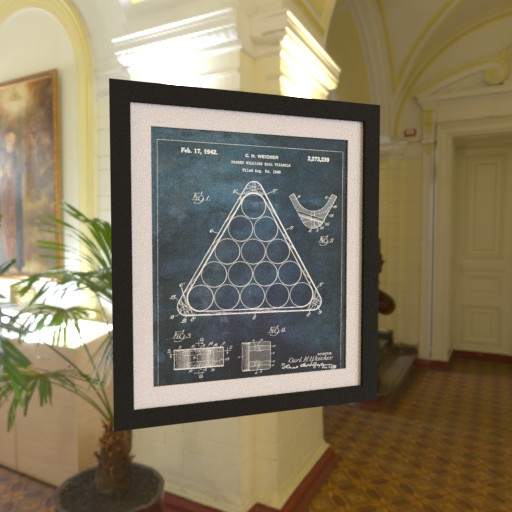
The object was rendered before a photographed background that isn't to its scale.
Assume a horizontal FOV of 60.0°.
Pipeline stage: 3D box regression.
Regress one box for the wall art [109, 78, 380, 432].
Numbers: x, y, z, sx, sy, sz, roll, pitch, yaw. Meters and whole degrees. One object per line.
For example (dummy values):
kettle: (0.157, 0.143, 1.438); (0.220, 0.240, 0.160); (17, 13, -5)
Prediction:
wall art: (0.000, 0.000, 0.502); (0.311, 0.361, 0.010); (-1, 3, -17)
